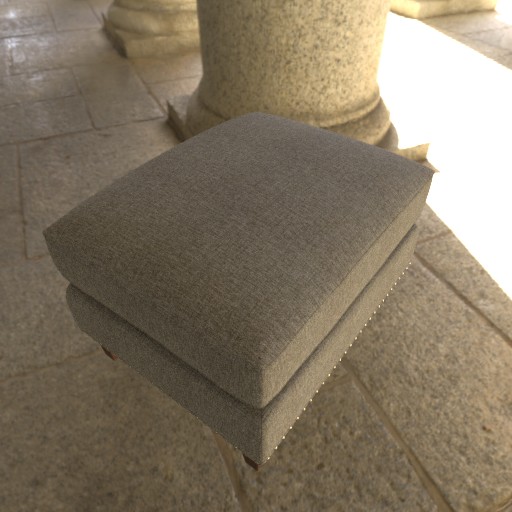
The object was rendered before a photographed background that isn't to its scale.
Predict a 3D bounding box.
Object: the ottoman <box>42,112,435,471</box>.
[{"bbox_3d":[0.000,0.000,1.115,0.584,0.513,0.741,27,48,27],"label":"ottoman"}]
